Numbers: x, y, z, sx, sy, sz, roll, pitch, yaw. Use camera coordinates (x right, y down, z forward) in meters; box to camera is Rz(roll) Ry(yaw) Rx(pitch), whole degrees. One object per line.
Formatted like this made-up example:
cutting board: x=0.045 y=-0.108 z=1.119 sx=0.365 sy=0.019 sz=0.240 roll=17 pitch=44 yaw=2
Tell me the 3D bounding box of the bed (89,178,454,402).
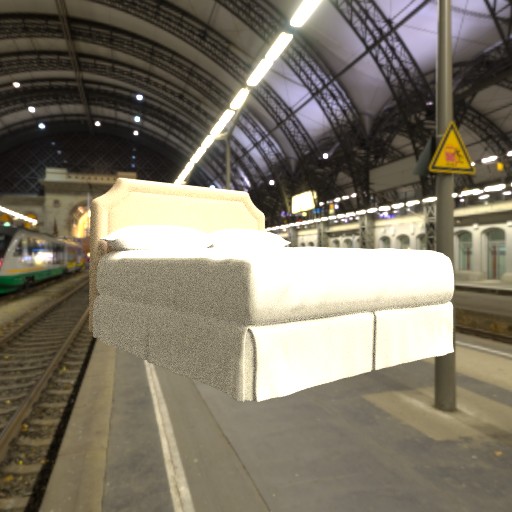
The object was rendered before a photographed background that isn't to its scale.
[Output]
bed: x=0.000 y=0.000 z=3.846 sx=2.134 sy=1.524 sz=2.548 roll=0 pitch=0 yaw=-38
